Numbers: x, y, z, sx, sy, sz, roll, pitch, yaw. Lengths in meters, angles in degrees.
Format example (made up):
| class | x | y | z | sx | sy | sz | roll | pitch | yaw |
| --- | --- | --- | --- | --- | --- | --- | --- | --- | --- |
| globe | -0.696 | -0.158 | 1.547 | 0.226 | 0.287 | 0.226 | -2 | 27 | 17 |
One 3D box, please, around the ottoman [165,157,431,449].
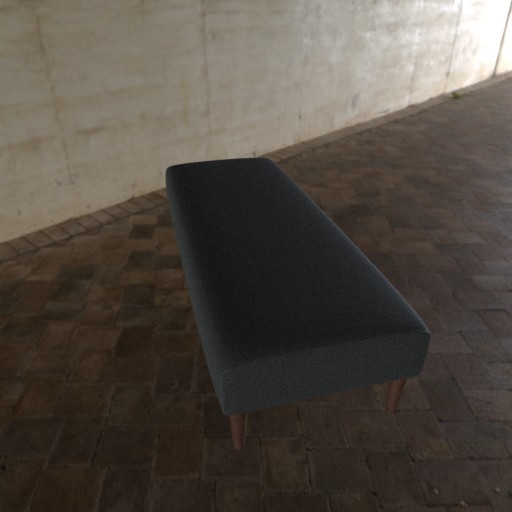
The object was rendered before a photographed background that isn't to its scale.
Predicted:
| class | x | y | z | sx | sy | sz | roll | pitch | yaw |
| --- | --- | --- | --- | --- | --- | --- | --- | --- | --- |
| ottoman | 0.000 | 0.000 | 1.926 | 0.646 | 0.393 | 1.609 | -8 | 31 | -13 |
